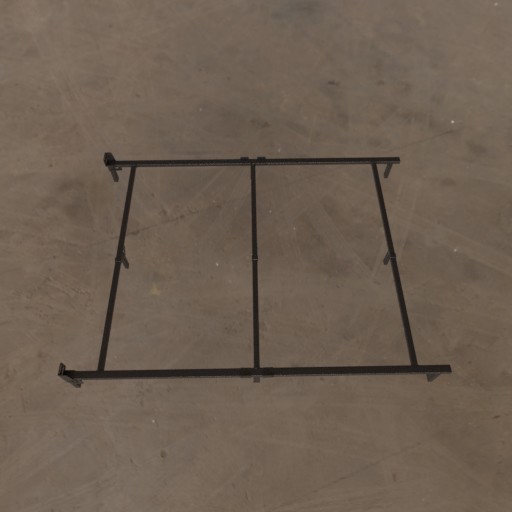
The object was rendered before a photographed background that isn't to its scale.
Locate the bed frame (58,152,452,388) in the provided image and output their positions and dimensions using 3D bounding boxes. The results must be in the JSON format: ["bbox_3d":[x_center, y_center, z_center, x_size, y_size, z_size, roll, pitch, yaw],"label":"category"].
[{"bbox_3d":[0.000,0.000,2.689,1.990,0.248,1.498,-1,59,-1],"label":"bed frame"}]
